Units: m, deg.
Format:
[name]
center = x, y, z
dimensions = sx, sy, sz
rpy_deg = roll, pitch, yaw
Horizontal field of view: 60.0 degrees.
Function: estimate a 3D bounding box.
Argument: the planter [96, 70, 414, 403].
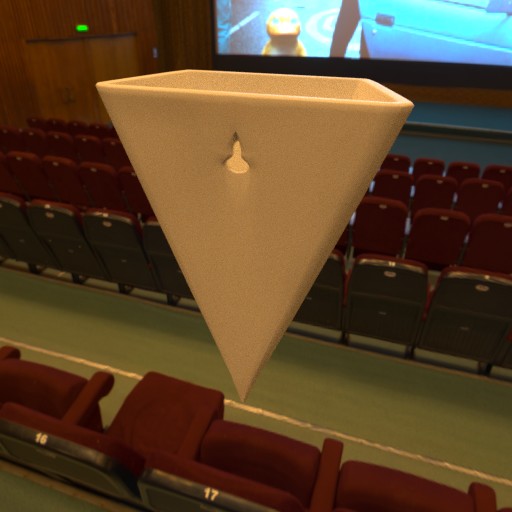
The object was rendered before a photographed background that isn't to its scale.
[planter]
center = 0.000, 0.000, 0.267
dimensions = 0.150, 0.197, 0.060
rpy_deg = 10, 32, 16
